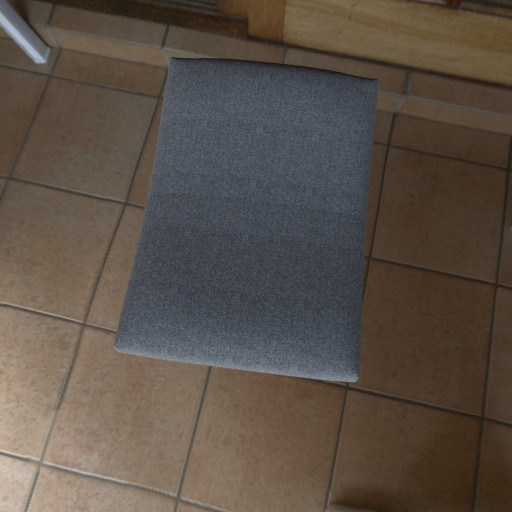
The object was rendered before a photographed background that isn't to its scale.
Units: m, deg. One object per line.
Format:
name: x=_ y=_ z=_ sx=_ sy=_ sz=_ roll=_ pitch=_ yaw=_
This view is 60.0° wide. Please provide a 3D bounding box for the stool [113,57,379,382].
stool: x=0.000 y=0.000 z=1.021 sx=0.372 sy=0.742 sz=0.504 roll=7 pitch=76 yaw=2
